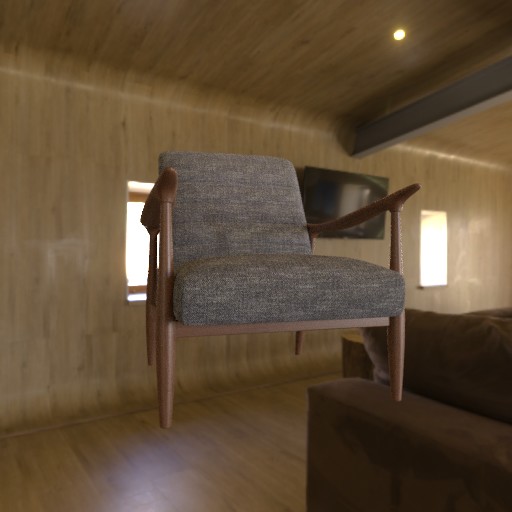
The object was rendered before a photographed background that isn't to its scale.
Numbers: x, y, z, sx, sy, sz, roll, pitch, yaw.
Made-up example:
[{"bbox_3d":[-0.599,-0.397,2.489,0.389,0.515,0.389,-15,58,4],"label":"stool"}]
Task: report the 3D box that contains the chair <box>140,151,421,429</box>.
[{"bbox_3d":[0.000,0.000,1.458,0.741,0.832,0.798,0,-1,-18],"label":"chair"}]
